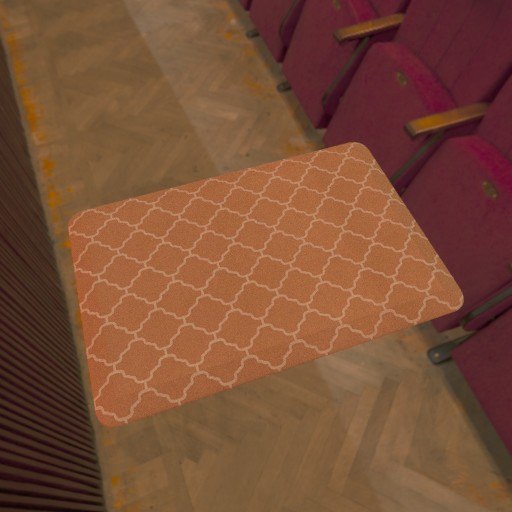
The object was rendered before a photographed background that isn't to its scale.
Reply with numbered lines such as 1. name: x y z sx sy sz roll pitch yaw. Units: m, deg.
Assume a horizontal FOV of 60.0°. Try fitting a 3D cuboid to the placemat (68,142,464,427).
1. placemat: 0.000 0.000 0.968 0.762 0.021 0.508 -16 60 -10
